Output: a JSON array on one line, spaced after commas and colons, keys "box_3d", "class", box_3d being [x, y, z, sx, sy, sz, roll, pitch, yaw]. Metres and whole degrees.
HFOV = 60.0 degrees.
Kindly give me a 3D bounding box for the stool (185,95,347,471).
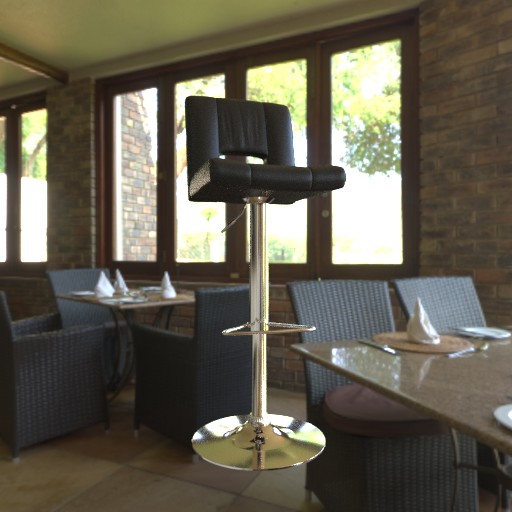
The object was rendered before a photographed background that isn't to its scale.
[{"box_3d": [0.000, 0.000, 1.420, 0.415, 1.151, 0.520, 0, 0, -16], "class": "stool"}]
